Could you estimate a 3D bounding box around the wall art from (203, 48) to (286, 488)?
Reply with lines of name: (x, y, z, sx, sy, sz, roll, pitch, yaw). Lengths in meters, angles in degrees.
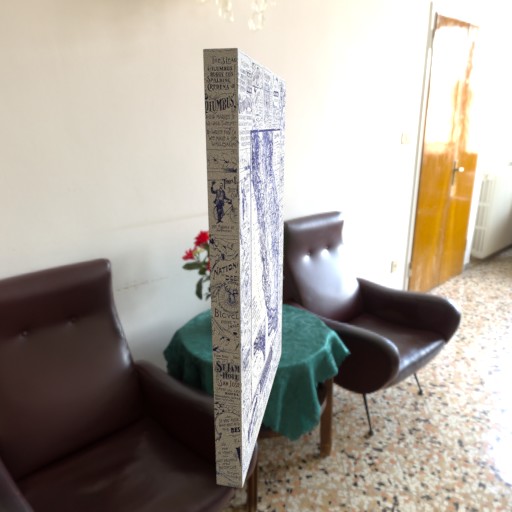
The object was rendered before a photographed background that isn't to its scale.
wall art: (0.000, 0.000, 0.769, 0.040, 0.601, 0.408, 3, 17, 11)
